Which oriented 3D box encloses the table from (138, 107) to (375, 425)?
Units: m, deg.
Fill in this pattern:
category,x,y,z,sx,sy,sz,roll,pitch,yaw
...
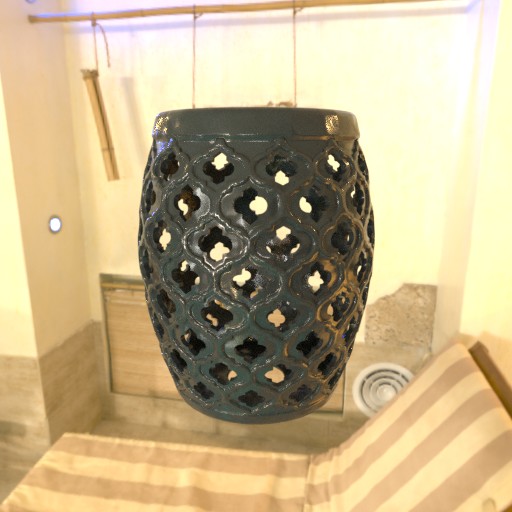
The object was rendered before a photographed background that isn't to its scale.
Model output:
category,x,y,z,sx,sy,sz,roll,pitch,yaw
table,0.000,0.000,0.634,0.325,0.388,0.325,0,14,0
